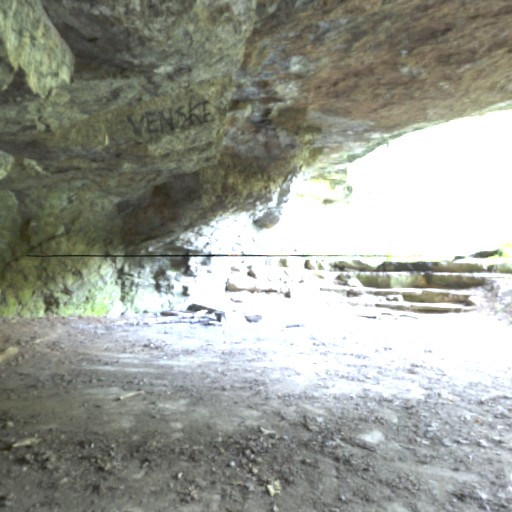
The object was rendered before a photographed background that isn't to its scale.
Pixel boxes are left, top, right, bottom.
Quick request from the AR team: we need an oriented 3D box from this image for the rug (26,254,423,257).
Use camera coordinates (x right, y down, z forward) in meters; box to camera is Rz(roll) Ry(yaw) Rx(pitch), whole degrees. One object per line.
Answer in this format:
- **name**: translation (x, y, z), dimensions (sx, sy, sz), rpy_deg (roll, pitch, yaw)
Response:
- **rug**: translation (0.000, 0.000, 3.097), dimensions (1.520, 0.011, 2.447), rpy_deg (0, 0, 38)
